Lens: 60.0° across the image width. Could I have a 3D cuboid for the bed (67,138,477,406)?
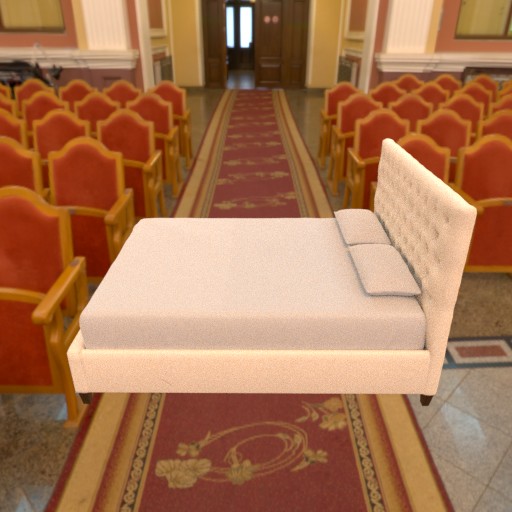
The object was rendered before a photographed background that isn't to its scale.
[{"bbox_3d":[0.000,0.000,3.390,2.387,1.427,1.698,0,27,0],"label":"bed"}]
